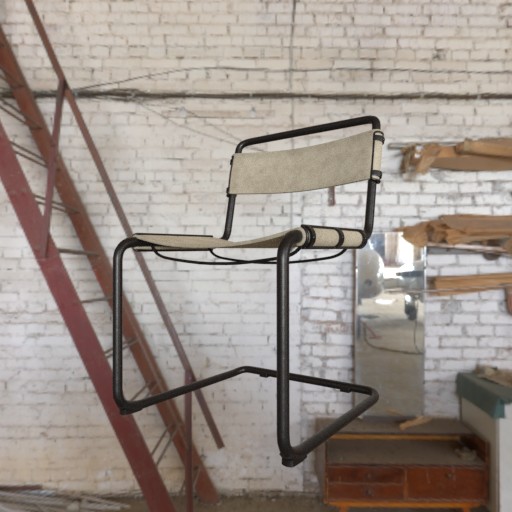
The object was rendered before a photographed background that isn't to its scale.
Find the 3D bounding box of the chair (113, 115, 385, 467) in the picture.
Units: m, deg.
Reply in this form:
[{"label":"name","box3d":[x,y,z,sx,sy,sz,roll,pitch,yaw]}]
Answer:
[{"label":"chair","box3d":[0.000,0.000,1.092,0.499,0.747,0.497,0,-1,35]}]
